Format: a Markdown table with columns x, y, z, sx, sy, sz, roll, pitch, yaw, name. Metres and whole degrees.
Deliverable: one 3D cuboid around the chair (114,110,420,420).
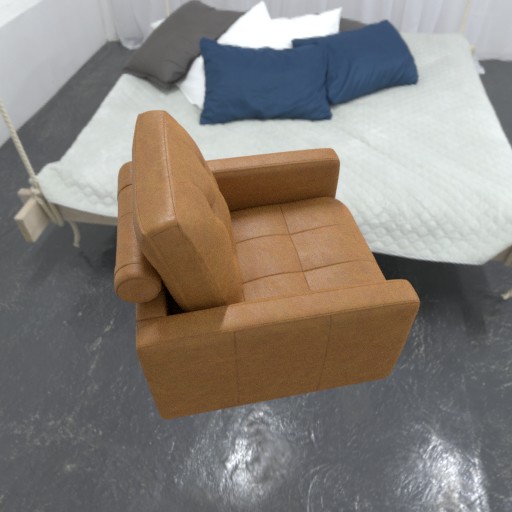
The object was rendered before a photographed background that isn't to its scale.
| x | y | z | sx | sy | sz | roll | pitch | yaw | name |
| --- | --- | --- | --- | --- | --- | --- | --- | --- | --- |
| 0.000 | 0.000 | 1.560 | 0.868 | 0.896 | 0.831 | -8 | 47 | -8 | chair |
